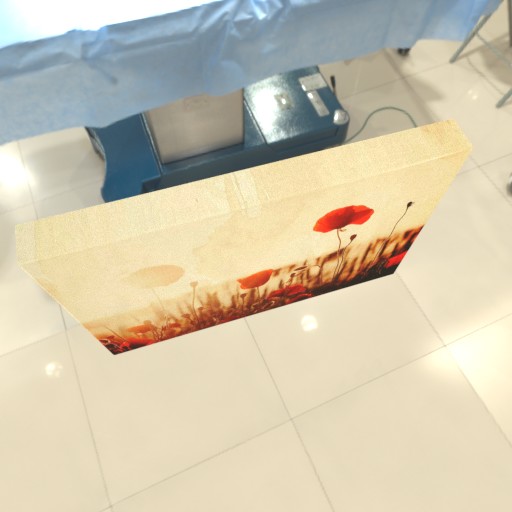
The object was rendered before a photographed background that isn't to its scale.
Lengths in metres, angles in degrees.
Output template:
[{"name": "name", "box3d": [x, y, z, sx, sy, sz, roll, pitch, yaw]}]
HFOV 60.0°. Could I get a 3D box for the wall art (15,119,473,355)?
[{"name": "wall art", "box3d": [0.000, 0.000, 0.475, 0.383, 0.251, 0.037, -15, 63, -8]}]
